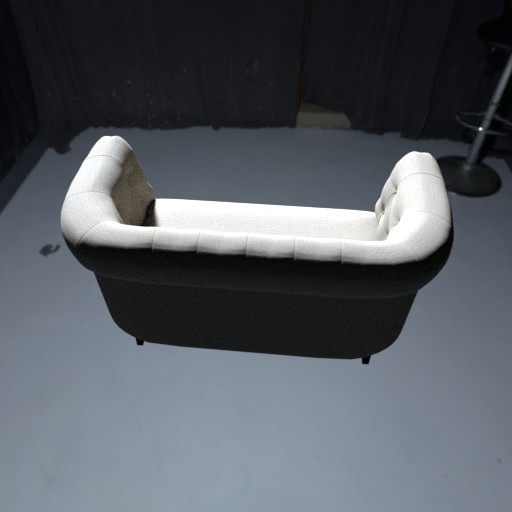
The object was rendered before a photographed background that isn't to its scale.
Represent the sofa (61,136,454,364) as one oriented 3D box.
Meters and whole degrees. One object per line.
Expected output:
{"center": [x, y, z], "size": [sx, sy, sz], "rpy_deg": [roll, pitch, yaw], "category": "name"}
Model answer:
{"center": [0.000, 0.000, 2.031], "size": [1.558, 0.827, 0.835], "rpy_deg": [4, 46, 4], "category": "sofa"}
